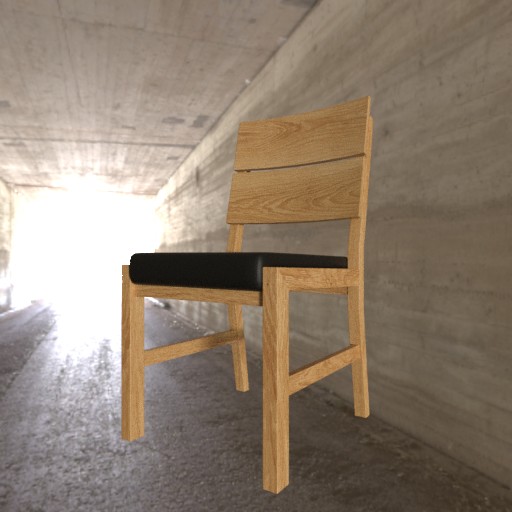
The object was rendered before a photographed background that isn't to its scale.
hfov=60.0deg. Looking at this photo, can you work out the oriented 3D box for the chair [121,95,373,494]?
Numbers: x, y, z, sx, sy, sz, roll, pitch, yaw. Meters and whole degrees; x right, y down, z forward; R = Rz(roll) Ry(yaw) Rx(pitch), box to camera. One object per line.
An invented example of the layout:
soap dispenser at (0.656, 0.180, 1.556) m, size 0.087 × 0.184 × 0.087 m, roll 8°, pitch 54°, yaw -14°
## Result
chair at (0.000, 0.000, 1.245) m, size 0.475 × 0.950 × 0.569 m, roll 0°, pitch 0°, yaw 34°
